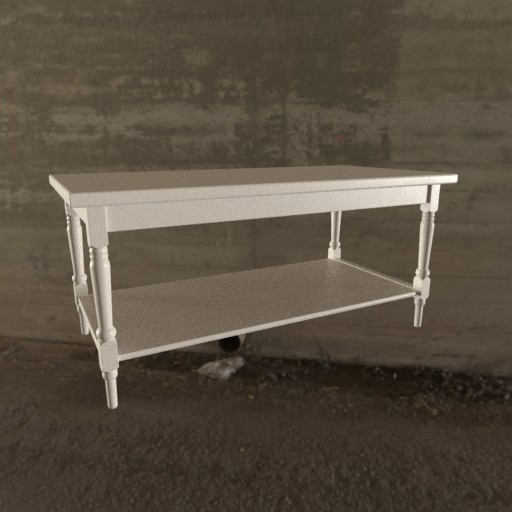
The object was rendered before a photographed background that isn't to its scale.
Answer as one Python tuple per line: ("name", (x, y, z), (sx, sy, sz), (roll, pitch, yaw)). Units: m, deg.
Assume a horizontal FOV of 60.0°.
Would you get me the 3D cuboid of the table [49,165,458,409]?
("table", (0.000, 0.000, 1.402), (1.107, 0.510, 0.550), (-8, 16, -27))
